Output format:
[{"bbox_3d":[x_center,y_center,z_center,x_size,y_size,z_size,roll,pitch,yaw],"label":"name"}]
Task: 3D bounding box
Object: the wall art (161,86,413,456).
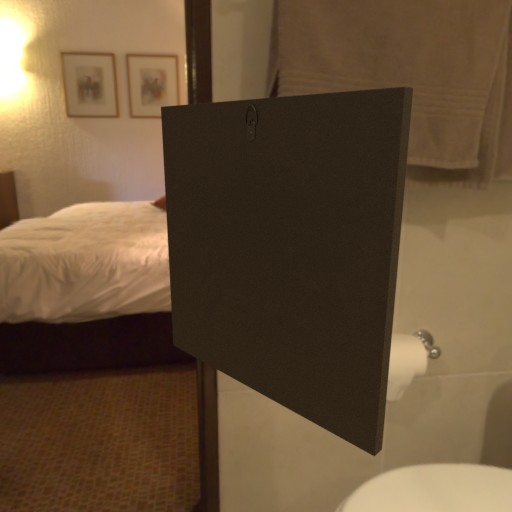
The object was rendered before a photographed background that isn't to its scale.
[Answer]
[{"bbox_3d":[0.000,0.000,1.208,0.805,0.807,0.043,15,21,43],"label":"wall art"}]
